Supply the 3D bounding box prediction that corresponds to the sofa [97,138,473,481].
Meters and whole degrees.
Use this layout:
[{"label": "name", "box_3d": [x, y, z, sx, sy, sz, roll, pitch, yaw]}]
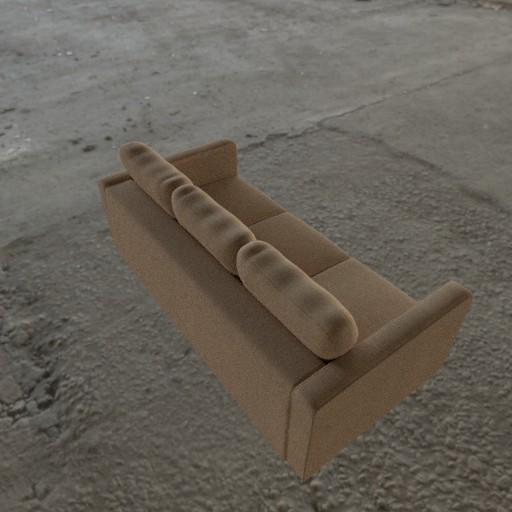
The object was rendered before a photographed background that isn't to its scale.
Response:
[{"label": "sofa", "box_3d": [0.000, 0.000, 2.326, 0.930, 0.800, 1.855, -26, 47, -27]}]
